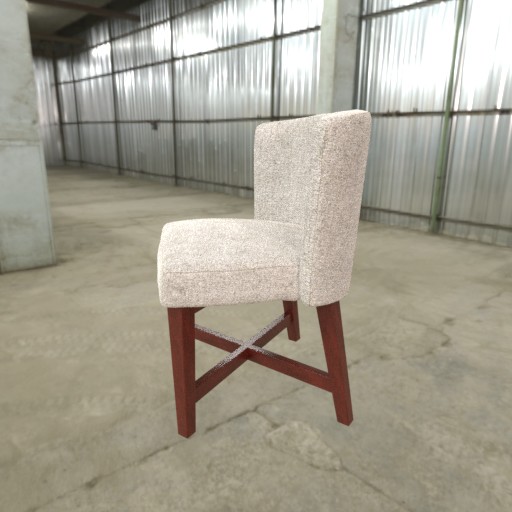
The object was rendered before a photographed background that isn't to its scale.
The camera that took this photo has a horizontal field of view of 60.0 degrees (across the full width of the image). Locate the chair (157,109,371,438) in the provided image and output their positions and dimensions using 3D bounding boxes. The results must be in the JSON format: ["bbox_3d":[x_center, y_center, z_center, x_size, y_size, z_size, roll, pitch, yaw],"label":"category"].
[{"bbox_3d":[0.000,0.000,1.321,0.575,0.827,0.728,-3,16,-11],"label":"chair"}]
